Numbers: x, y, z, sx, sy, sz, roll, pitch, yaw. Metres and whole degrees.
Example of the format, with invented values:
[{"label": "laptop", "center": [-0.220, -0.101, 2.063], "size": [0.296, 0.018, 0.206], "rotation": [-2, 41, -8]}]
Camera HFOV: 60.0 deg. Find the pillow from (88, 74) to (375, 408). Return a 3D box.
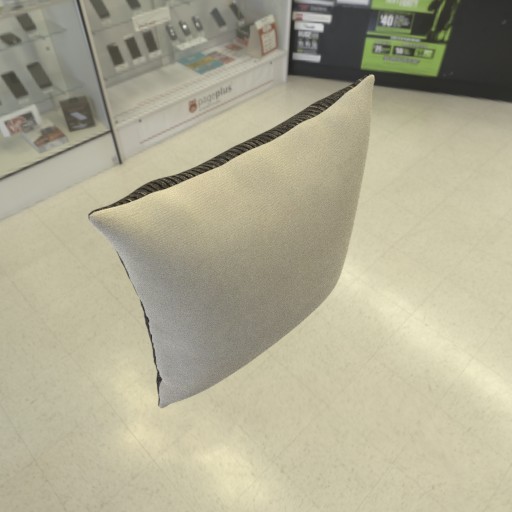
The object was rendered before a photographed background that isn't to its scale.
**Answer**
[{"label": "pillow", "center": [0.000, 0.000, 0.673], "size": [0.433, 0.434, 0.196], "rotation": [-34, 56, -27]}]
